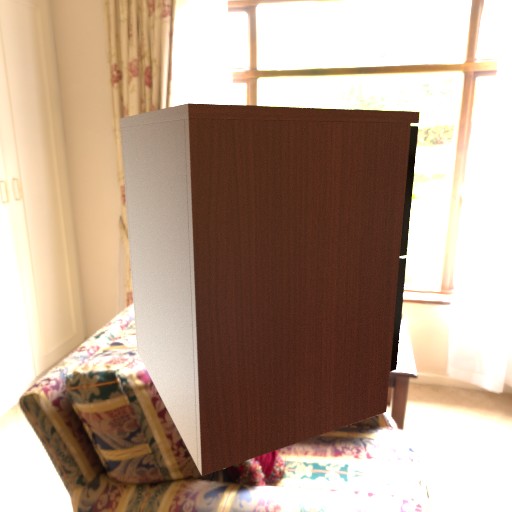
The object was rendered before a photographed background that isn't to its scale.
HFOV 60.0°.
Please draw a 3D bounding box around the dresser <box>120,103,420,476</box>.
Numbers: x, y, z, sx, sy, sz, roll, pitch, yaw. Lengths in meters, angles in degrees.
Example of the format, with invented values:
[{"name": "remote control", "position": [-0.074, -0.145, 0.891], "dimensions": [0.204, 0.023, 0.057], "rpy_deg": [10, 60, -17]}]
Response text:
[{"name": "dresser", "position": [0.000, 0.000, 0.778], "dimensions": [0.360, 0.470, 0.400], "rpy_deg": [-7, 16, -26]}]
